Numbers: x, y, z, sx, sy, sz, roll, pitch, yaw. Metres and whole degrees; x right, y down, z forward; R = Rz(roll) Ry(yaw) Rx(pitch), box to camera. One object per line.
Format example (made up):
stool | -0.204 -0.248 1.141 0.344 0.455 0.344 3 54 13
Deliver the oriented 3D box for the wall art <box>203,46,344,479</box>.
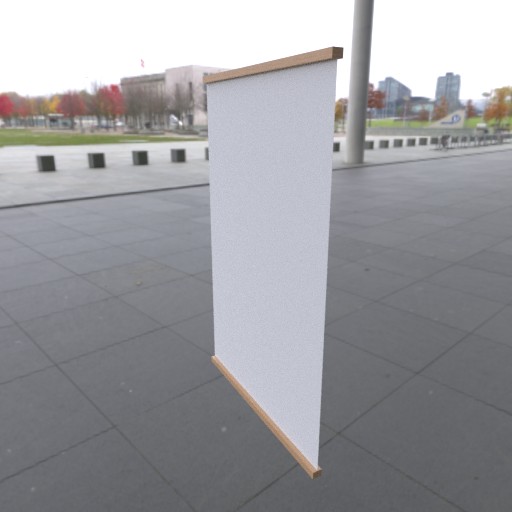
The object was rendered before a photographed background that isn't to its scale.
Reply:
wall art | 0.000 0.000 0.769 0.016 0.611 0.401 -9 19 -27
